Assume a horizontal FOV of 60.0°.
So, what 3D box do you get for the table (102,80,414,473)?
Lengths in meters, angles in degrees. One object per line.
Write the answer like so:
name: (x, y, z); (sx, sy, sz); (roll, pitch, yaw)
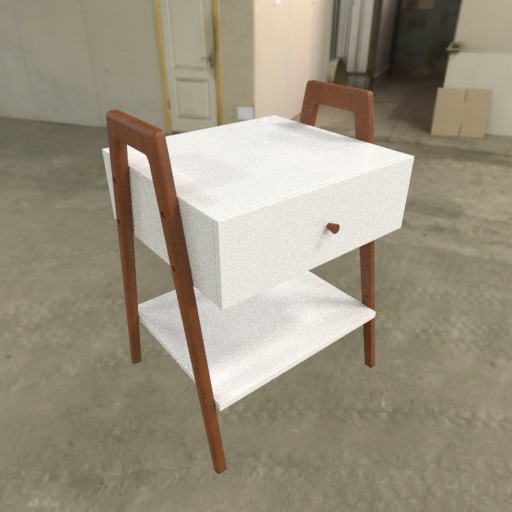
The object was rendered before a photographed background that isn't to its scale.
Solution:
table: (0.000, 0.000, 0.904); (0.457, 0.610, 0.405); (-22, 37, -32)
